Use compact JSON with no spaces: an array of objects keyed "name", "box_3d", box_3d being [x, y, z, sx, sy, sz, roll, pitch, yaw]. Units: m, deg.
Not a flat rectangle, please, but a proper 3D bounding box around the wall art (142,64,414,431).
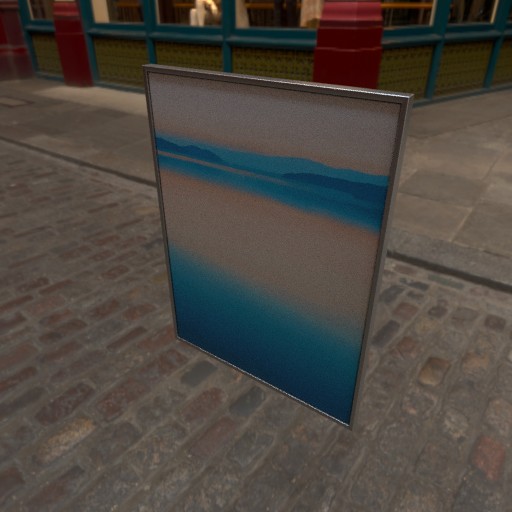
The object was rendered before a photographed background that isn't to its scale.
[{"name":"wall art","box_3d":[0.000,0.000,1.402,0.801,1.062,0.037,20,36,29]}]
